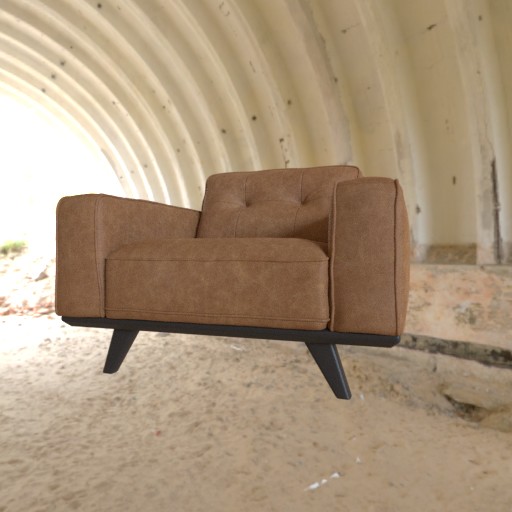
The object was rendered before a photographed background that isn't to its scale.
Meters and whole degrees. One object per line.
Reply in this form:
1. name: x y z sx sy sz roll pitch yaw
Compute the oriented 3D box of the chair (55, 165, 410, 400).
1. chair: 0.000 0.000 1.705 1.118 0.782 0.952 0 0 19
